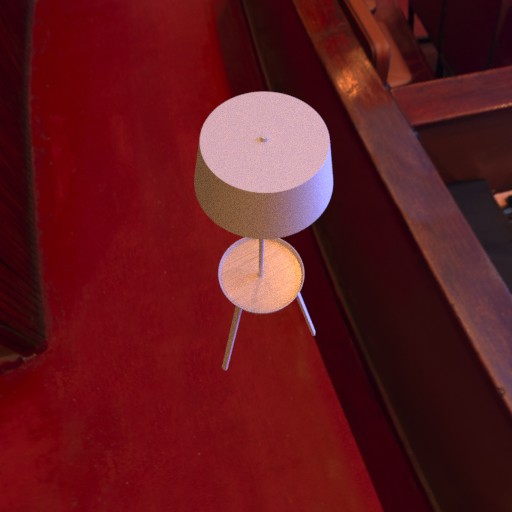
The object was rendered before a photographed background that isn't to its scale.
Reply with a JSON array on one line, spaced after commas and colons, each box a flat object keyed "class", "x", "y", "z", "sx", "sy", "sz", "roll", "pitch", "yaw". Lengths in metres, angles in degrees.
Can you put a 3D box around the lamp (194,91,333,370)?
[{"class": "lamp", "x": 0.000, "y": 0.000, "z": 1.679, "sx": 0.508, "sy": 1.429, "sz": 0.468, "roll": -20, "pitch": 65, "yaw": -9}]
